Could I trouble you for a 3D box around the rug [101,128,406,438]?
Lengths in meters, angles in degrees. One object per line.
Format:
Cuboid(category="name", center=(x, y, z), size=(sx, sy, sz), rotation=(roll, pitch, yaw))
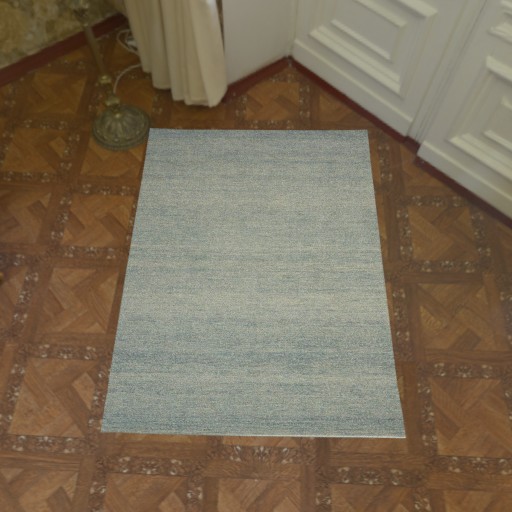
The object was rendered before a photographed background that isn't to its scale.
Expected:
Cuboid(category="rug", center=(0.000, 0.000, 4.280), size=(2.461, 0.046, 3.237), rotation=(1, 63, 0))
